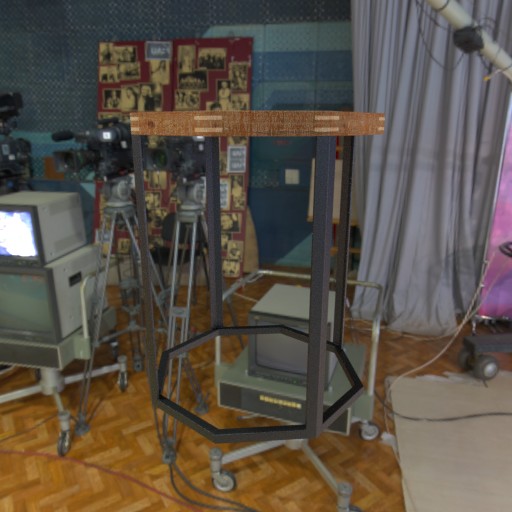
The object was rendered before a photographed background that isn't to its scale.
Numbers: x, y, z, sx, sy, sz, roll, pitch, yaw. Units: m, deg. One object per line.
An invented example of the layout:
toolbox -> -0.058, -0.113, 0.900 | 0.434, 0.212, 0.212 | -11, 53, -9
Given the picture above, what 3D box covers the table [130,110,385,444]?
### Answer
table -> 0.000, 0.000, 0.892 | 0.458, 0.543, 0.458 | -8, 18, -26
